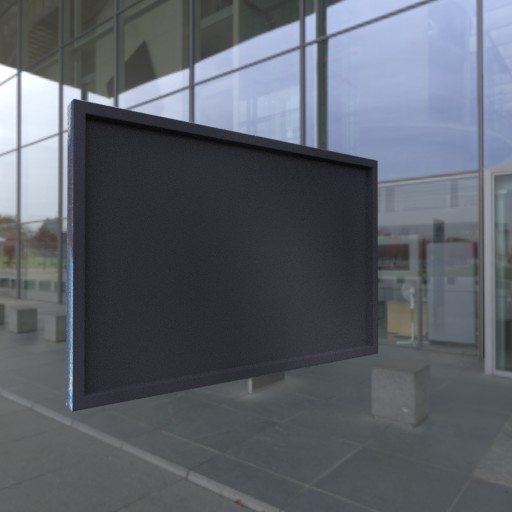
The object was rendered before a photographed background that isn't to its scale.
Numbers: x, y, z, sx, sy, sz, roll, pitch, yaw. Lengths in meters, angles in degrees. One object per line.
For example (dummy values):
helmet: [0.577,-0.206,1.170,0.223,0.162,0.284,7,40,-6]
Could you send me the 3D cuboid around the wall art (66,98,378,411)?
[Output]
wall art: [0.000,0.000,0.765,0.609,0.406,0.033,0,-1,-36]
